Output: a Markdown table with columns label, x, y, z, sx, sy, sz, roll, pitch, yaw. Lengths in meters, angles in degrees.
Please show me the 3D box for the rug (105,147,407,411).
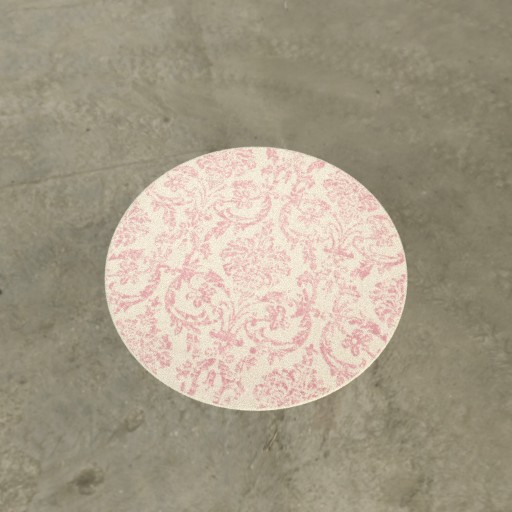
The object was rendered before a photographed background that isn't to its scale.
| label | x | y | z | sx | sy | sz | roll | pitch | yaw |
| --- | --- | --- | --- | --- | --- | --- | --- | --- | --- |
| rug | 0.000 | 0.000 | 2.368 | 1.593 | 0.012 | 1.593 | 0 | 59 | 0 |
